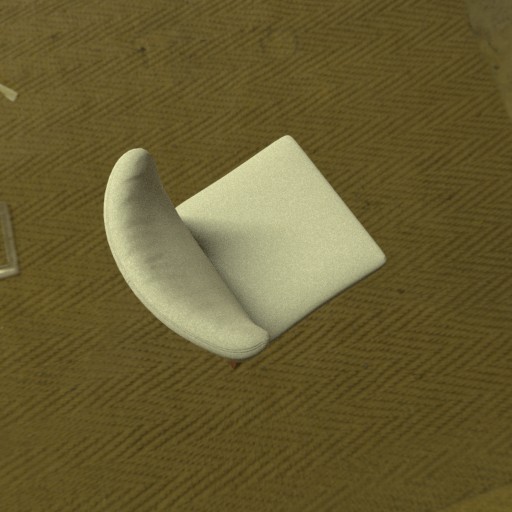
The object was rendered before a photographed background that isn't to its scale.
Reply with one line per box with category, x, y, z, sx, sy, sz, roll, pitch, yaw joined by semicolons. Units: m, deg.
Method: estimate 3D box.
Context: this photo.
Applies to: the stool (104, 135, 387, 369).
stool;0.000;0.000;1.290;0.568;0.968;0.479;-34;79;-8
